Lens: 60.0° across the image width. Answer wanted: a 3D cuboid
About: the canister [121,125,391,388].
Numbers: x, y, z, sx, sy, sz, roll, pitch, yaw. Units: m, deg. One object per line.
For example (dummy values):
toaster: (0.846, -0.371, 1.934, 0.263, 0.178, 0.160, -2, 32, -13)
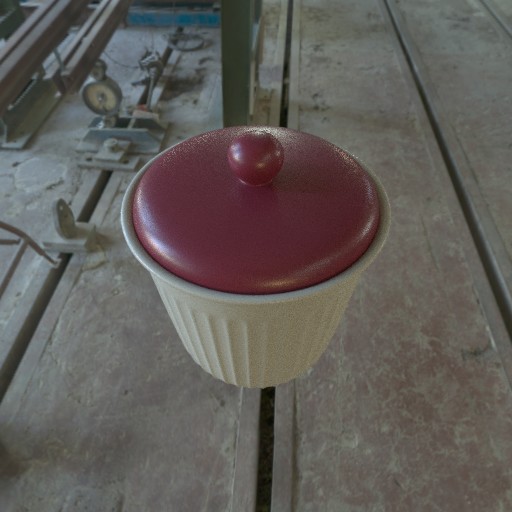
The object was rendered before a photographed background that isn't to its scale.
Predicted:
canister: (0.000, 0.000, 0.345, 0.181, 0.211, 0.181, 0, 47, 0)
